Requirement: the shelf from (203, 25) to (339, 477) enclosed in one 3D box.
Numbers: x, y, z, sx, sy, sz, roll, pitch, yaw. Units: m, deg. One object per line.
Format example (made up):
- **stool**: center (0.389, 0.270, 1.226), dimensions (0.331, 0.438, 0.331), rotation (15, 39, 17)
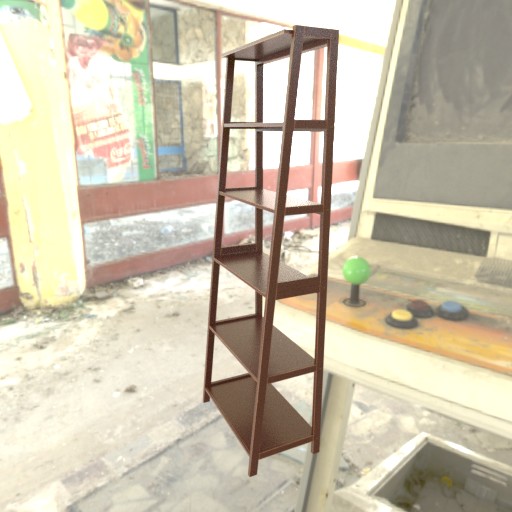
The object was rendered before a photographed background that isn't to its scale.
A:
- **shelf**: center (0.000, 0.000, 2.132), dimensions (0.381, 1.892, 0.660), rotation (-8, 18, -25)
